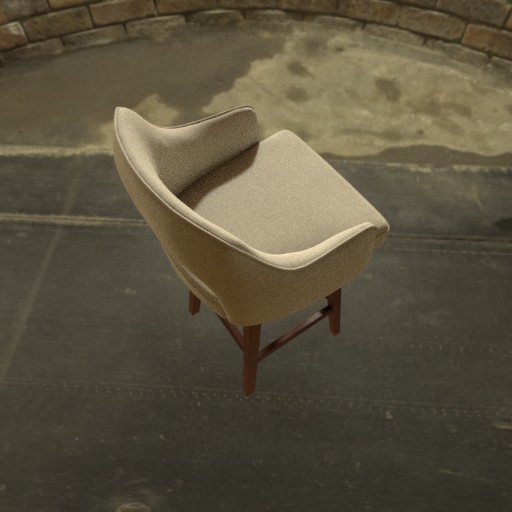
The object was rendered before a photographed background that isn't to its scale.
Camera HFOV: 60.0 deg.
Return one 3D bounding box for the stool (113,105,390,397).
[{"bbox_3d":[0.000,0.000,1.326,0.560,1.041,0.550,-30,62,-18],"label":"stool"}]
